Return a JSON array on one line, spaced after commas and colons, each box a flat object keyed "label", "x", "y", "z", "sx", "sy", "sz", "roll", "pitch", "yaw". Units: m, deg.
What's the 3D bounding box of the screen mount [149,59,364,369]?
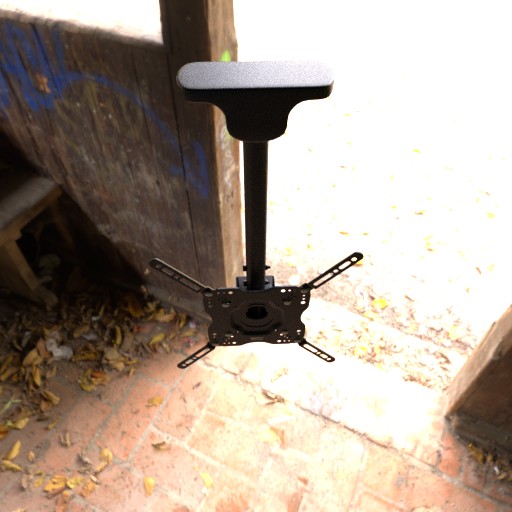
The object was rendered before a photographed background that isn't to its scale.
[{"label": "screen mount", "x": 0.000, "y": 0.000, "z": 0.865, "sx": 0.393, "sy": 0.729, "sz": 0.090, "roll": -2, "pitch": 49, "yaw": -2}]
